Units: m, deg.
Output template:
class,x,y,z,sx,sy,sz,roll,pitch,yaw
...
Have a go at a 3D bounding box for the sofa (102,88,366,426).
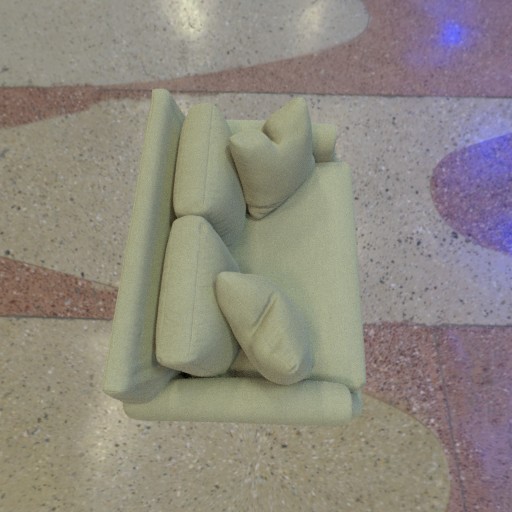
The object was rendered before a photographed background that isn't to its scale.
class,x,y,z,sx,sy,sz,roll,pitch,yaw
sofa,0.000,0.000,2.170,1.070,0.905,1.550,2,65,1
